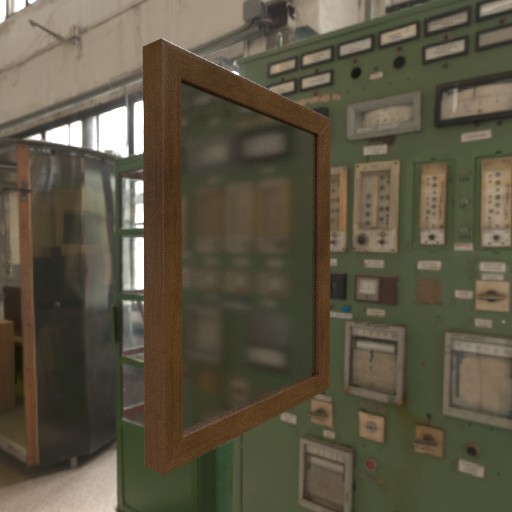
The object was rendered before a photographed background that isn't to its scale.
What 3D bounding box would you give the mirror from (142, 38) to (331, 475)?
[{"bbox_3d":[0.000,0.000,0.686,0.041,0.508,0.405,1,1,38],"label":"mirror"}]
